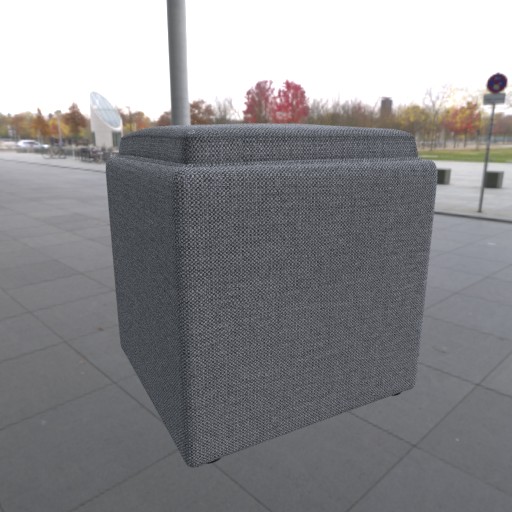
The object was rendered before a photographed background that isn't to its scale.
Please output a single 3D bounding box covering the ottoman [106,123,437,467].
[{"bbox_3d":[0.000,0.000,0.846,0.454,0.487,0.436,-8,17,-28],"label":"ottoman"}]
